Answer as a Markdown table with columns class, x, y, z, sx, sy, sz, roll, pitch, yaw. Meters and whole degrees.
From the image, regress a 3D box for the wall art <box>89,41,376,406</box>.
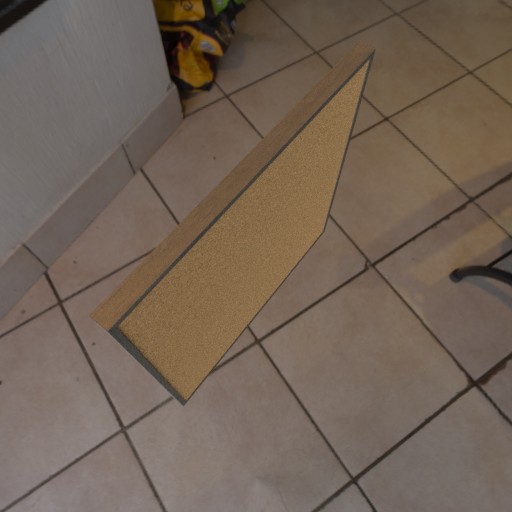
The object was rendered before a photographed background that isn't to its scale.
| class | x | y | z | sx | sy | sz | roll | pitch | yaw |
| --- | --- | --- | --- | --- | --- | --- | --- | --- | --- |
| wall art | 0.000 | 0.000 | 1.123 | 0.039 | 0.758 | 0.758 | 35 | 68 | 16 |
